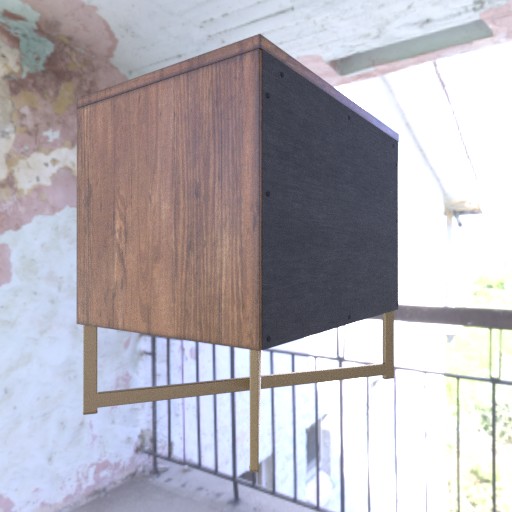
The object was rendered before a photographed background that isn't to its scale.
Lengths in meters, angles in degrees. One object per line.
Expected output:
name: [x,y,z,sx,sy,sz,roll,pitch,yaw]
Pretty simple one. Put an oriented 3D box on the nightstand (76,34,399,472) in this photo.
nightstand: [0.000,0.000,0.985,0.446,0.610,0.610,0,0,35]
